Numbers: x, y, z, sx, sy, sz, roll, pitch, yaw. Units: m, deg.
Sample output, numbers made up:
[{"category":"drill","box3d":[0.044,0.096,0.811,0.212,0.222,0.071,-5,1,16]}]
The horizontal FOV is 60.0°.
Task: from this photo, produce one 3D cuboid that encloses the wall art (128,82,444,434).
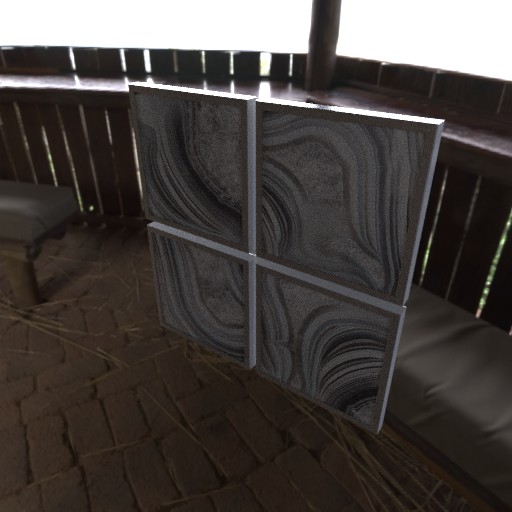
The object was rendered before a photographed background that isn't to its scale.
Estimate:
[{"category":"wall art","box3d":[0.000,0.000,0.900,0.611,0.611,0.029,19,35,30]}]
